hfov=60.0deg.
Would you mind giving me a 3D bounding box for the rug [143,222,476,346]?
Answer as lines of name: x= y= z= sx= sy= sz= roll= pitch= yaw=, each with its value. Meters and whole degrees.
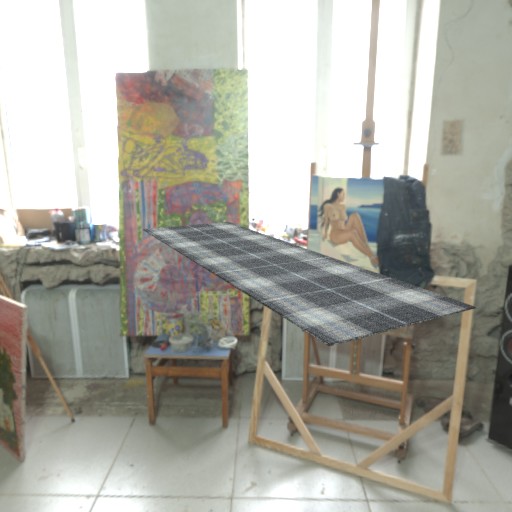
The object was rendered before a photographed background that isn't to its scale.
rug: x=0.000 y=0.000 z=2.691 sx=0.760 sy=0.012 sz=2.434 roll=-7 pitch=16 yaw=-27
